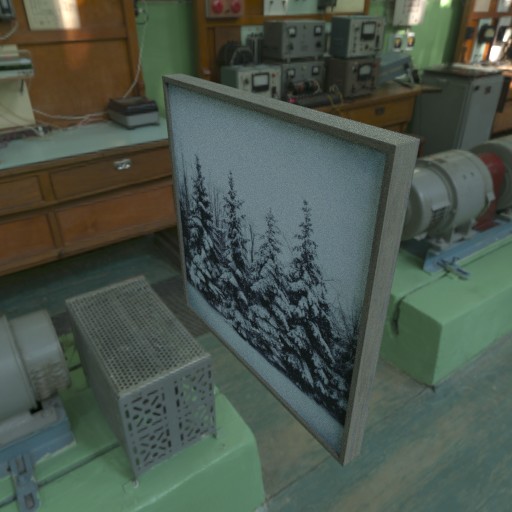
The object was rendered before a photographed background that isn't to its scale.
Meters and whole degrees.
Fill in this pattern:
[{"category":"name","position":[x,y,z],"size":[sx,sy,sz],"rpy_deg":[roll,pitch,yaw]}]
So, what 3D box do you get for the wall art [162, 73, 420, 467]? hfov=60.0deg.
[{"category":"wall art","position":[0.000,0.000,0.743],"size":[0.037,0.507,0.507],"rpy_deg":[-21,37,-31]}]
